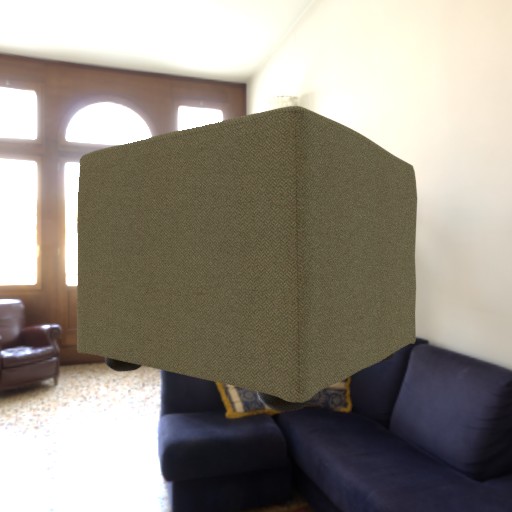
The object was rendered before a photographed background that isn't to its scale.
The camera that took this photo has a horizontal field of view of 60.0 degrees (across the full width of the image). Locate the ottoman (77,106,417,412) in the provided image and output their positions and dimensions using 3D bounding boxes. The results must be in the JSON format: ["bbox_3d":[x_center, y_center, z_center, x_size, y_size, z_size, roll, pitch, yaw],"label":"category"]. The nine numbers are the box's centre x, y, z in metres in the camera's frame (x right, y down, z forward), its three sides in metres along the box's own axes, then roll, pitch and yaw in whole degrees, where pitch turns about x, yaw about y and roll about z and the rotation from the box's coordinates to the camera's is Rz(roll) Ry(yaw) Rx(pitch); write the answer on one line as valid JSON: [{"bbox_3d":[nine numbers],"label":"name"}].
[{"bbox_3d":[0.000,0.000,0.919,0.521,0.453,0.512,0,0,36],"label":"ottoman"}]
